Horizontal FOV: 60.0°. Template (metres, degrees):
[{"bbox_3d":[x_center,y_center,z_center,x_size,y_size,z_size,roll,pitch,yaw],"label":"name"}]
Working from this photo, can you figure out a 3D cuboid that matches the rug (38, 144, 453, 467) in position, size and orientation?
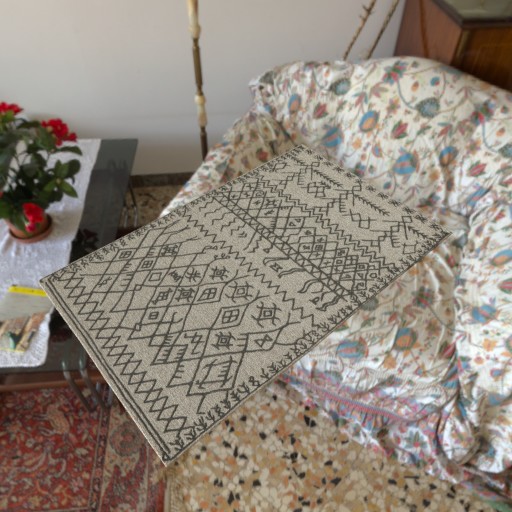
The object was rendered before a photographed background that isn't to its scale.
[{"bbox_3d":[0.000,0.000,4.758,3.824,0.019,2.393,-32,55,-27],"label":"rug"}]
